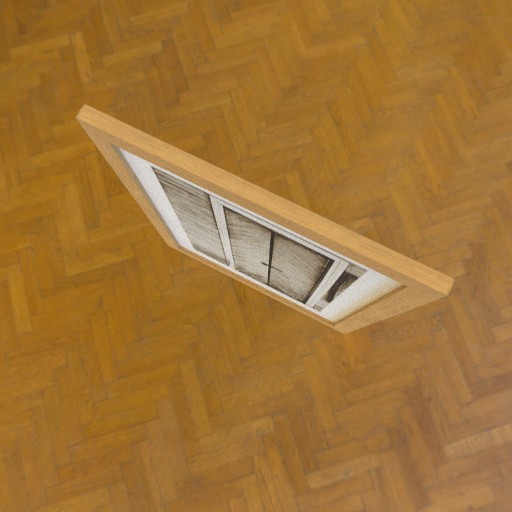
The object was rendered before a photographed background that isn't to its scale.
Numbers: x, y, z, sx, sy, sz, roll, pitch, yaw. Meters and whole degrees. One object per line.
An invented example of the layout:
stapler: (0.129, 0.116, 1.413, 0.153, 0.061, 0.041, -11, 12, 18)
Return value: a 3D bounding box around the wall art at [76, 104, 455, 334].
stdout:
wall art: (0.000, 0.000, 0.762, 0.460, 0.561, 0.020, 26, 77, 6)
